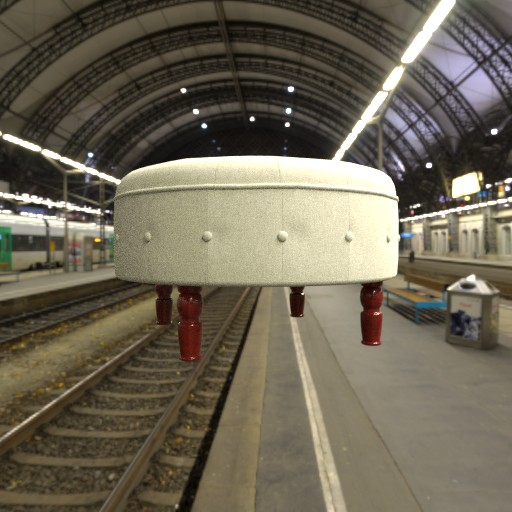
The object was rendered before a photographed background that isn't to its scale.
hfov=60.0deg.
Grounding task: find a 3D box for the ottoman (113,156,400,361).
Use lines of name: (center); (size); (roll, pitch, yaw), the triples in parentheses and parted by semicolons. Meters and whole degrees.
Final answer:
ottoman: (0.000, 0.000, 1.388); (0.850, 0.483, 0.850); (0, 1, 0)
